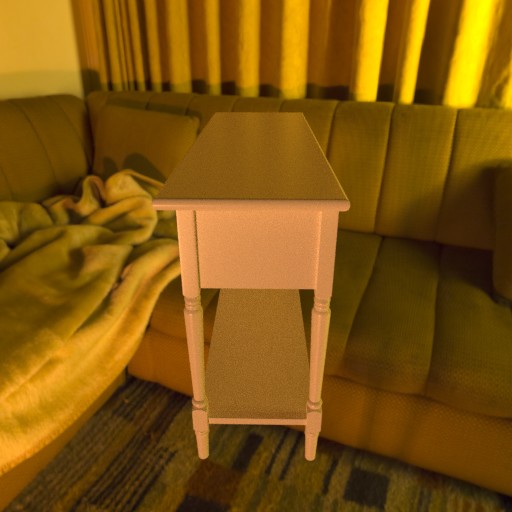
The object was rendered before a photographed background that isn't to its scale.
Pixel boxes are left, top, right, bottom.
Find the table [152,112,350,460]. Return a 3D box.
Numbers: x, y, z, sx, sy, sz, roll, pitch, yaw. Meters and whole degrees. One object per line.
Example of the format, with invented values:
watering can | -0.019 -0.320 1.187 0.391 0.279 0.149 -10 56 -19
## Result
table | 0.000 0.000 1.567 0.386 0.814 1.191 0 26 1
